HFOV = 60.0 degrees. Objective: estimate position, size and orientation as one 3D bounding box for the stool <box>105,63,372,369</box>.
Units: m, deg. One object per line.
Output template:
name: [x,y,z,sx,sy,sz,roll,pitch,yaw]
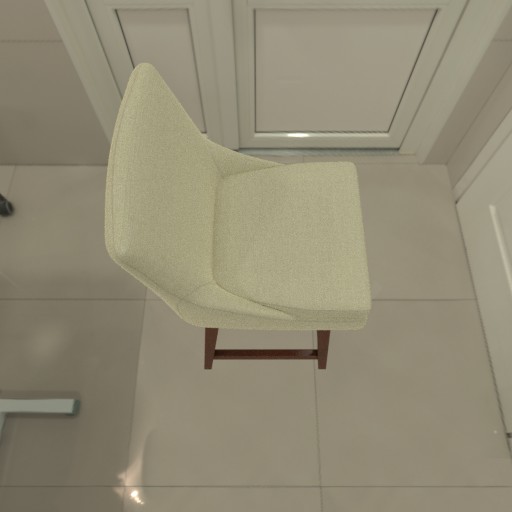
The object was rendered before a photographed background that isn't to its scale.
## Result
stool: [0.000,0.000,1.274,0.559,0.991,0.469,0,65,0]
